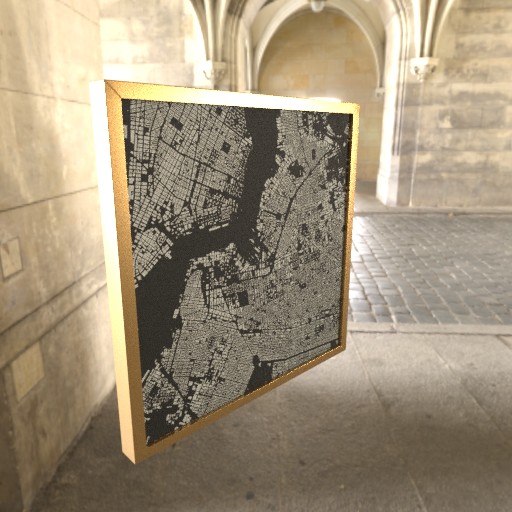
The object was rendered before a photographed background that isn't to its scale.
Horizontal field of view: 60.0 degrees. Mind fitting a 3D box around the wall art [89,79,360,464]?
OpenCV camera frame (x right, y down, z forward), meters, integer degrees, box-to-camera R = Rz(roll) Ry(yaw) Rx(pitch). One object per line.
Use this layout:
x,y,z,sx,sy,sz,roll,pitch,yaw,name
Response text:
0.000,0.000,0.446,0.305,0.305,0.023,-14,20,-42,wall art
